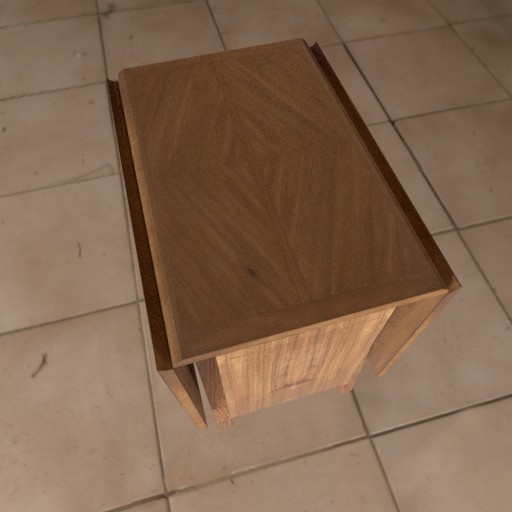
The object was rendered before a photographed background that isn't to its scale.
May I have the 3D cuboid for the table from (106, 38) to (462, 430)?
[{"bbox_3d":[0.000,0.000,1.602,0.701,0.981,0.967,-14,60,-8],"label":"table"}]
